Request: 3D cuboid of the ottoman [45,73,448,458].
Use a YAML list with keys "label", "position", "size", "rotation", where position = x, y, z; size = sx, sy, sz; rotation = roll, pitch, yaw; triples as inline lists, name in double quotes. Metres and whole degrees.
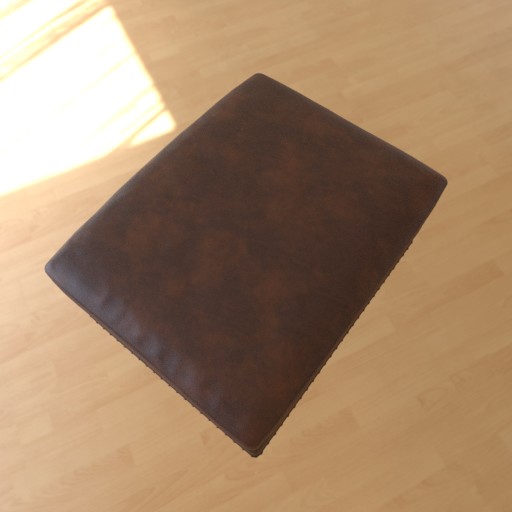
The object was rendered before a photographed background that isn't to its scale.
- label: "ottoman"
  position: [0.000, 0.000, 1.123]
  size: [0.586, 0.486, 0.742]
  rotation: [35, 69, 16]
